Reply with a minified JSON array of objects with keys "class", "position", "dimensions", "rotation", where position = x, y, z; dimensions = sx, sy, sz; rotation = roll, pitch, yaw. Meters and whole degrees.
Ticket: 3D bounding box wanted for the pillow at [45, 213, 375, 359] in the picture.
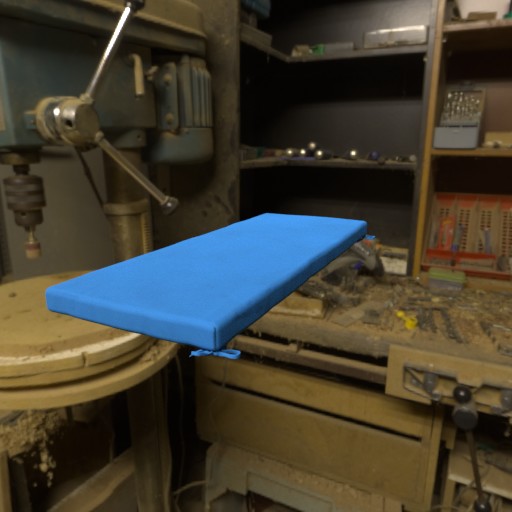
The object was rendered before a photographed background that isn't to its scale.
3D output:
[{"class":"pillow","position":[0.000,0.000,1.378],"dimensions":[0.492,0.081,1.187],"rotation":[8,17,26]}]
